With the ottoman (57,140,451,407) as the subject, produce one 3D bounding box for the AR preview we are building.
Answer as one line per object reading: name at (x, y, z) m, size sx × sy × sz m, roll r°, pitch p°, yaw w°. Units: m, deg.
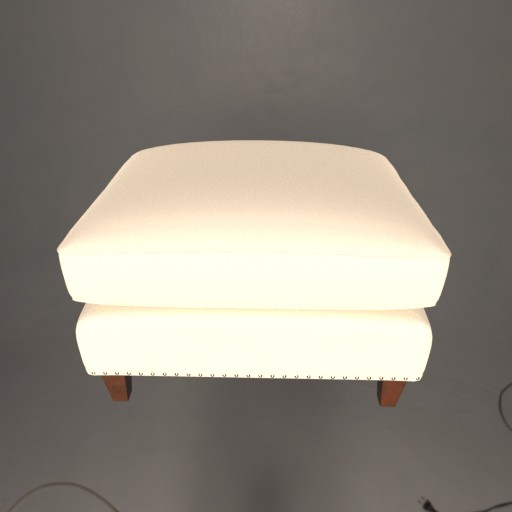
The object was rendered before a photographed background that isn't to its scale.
ottoman at (0.000, 0.000, 1.139) m, size 0.741 × 0.513 × 0.584 m, roll 1°, pitch 31°, yaw 1°
